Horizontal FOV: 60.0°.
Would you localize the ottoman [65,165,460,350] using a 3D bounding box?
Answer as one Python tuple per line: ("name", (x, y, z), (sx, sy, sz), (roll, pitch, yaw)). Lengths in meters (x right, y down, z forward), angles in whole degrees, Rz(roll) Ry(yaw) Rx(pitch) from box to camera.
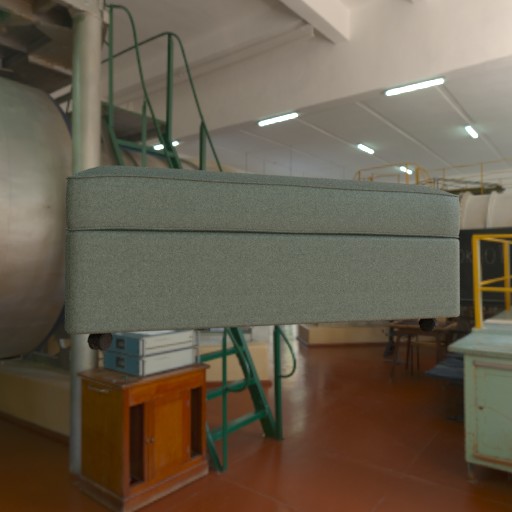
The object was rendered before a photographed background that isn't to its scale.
("ottoman", (0.000, 0.000, 1.541), (1.173, 0.494, 0.681), (0, -1, -18))
